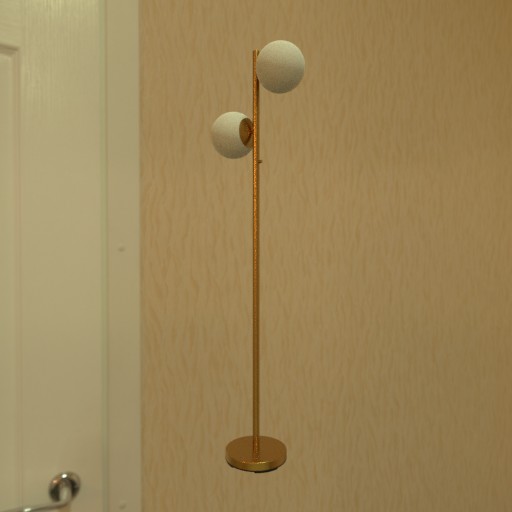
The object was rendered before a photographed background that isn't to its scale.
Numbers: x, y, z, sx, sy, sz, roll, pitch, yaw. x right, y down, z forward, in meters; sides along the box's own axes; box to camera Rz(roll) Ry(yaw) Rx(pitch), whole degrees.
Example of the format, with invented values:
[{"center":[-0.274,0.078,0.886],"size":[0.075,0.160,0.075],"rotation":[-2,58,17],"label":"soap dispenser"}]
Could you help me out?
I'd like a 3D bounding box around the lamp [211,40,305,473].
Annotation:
[{"center":[0.000,0.000,1.784],"size":[0.419,1.641,0.249],"rotation":[1,1,35],"label":"lamp"}]
